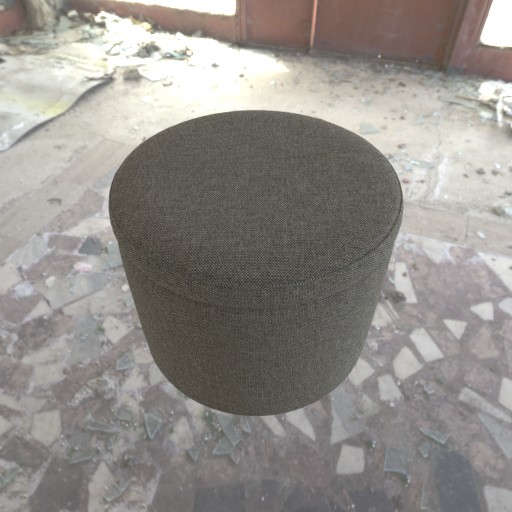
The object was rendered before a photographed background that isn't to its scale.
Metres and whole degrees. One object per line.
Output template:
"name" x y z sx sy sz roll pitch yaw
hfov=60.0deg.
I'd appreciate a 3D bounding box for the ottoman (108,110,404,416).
"ottoman" 0.000 0.000 0.923 0.520 0.430 0.520 0 45 0
